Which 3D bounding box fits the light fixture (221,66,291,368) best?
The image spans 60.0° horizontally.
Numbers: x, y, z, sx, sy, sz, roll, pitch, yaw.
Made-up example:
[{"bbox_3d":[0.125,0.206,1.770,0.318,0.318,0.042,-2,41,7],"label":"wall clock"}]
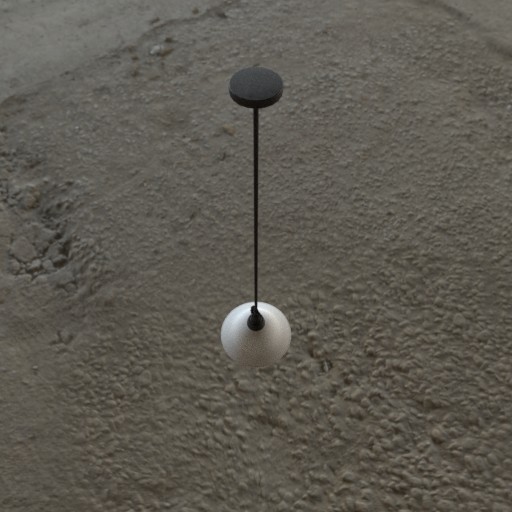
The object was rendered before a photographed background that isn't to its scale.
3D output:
[{"bbox_3d":[0.000,0.000,1.484,0.324,1.337,0.324,-32,63,-18],"label":"light fixture"}]
